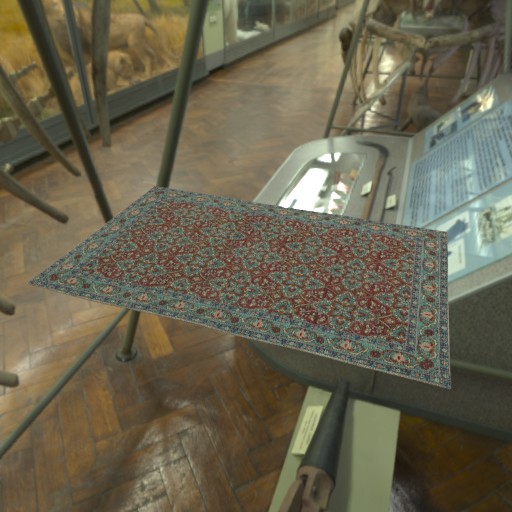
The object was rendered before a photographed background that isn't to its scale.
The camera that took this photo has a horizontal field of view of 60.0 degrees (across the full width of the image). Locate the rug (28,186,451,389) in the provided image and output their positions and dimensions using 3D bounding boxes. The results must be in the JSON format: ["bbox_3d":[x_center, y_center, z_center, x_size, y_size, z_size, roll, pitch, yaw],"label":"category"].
[{"bbox_3d":[0.000,0.000,2.977,2.439,0.011,1.533,11,35,16],"label":"rug"}]
